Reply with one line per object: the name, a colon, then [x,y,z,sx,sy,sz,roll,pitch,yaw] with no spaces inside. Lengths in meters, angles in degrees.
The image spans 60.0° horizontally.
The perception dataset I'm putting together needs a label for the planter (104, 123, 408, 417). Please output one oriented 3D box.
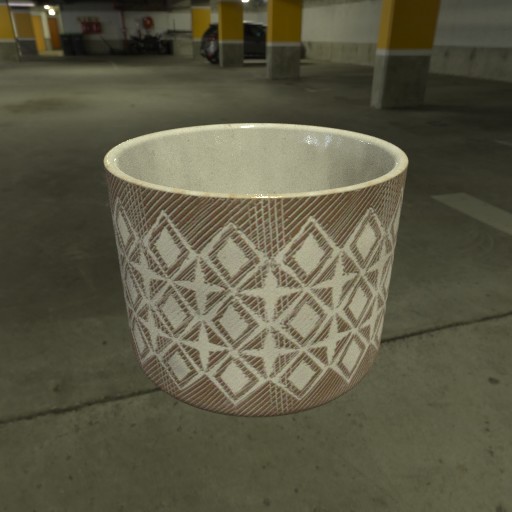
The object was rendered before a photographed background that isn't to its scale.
planter: [0.000,0.000,0.215,0.126,0.104,0.126,0,27,0]
